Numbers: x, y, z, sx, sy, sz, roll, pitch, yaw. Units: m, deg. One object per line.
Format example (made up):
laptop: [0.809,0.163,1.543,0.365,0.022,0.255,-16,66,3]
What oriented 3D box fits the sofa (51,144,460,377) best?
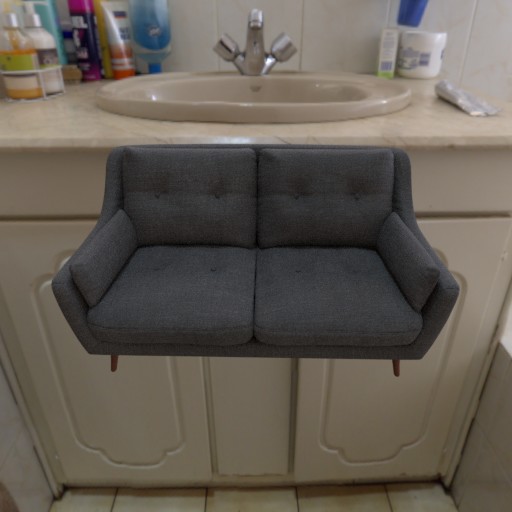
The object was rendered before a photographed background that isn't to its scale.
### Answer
sofa: [0.000,0.000,2.176,1.646,0.887,0.976,1,29,1]
